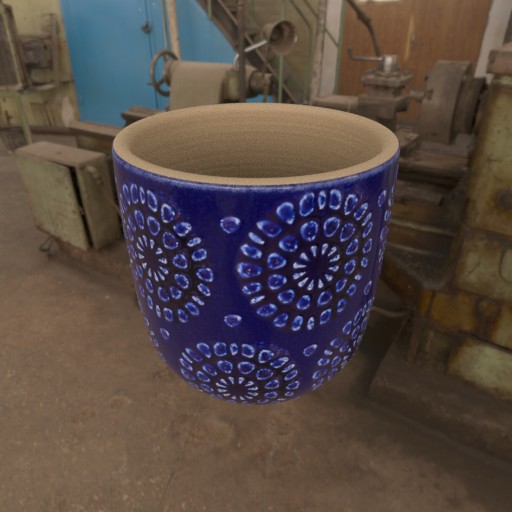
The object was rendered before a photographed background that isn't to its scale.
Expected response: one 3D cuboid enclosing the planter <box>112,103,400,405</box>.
[{"bbox_3d":[0.000,0.000,0.199,0.109,0.112,0.109,0,31,0],"label":"planter"}]
